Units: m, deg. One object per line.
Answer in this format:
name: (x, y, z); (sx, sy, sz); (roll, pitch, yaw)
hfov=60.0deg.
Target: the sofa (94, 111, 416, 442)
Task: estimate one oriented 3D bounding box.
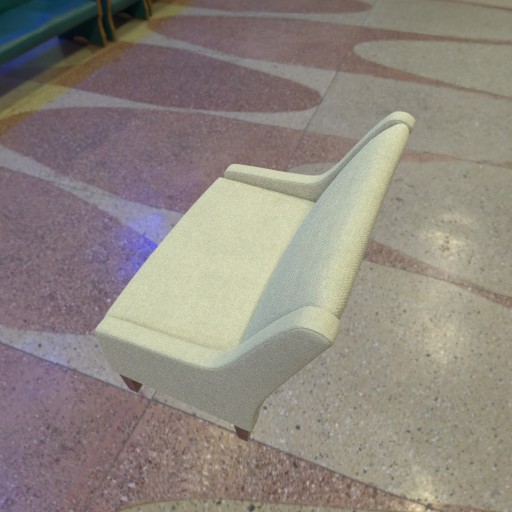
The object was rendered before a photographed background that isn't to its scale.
sofa: (0.000, 0.000, 1.941); (0.946, 0.976, 1.212); (18, 49, 16)
